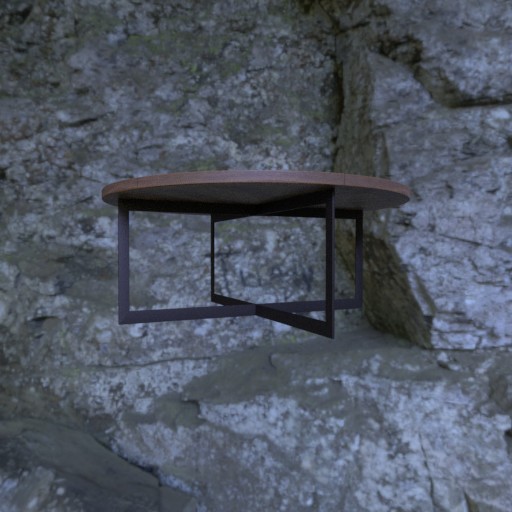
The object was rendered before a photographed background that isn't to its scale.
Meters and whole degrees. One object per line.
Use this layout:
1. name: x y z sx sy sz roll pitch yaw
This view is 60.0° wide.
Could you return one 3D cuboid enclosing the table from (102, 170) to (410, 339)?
1. table: 0.000 0.000 1.925 1.264 0.516 1.264 0 1 0
